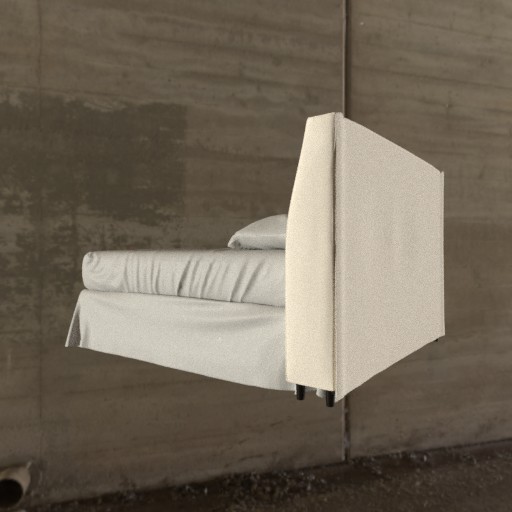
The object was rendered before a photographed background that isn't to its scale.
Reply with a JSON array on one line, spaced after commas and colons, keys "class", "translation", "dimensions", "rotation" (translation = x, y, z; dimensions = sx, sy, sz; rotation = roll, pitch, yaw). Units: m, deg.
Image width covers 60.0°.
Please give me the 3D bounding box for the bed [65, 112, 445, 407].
[{"class": "bed", "translation": [0.000, 0.000, 3.357], "dimensions": [2.276, 1.332, 1.925], "rotation": [0, 1, 36]}]
